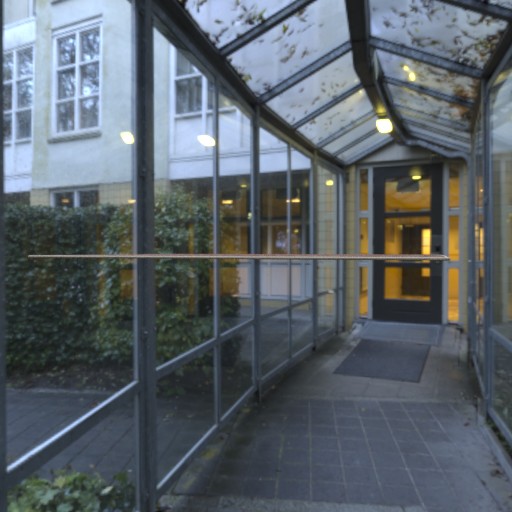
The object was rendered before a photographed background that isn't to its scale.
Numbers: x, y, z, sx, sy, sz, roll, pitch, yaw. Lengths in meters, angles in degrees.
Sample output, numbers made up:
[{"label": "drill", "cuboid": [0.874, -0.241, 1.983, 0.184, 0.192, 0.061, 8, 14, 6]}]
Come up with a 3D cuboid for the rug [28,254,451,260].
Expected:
[{"label": "rug", "cuboid": [0.000, 0.000, 2.907, 2.294, 0.014, 1.528, 0, 1, 21]}]
